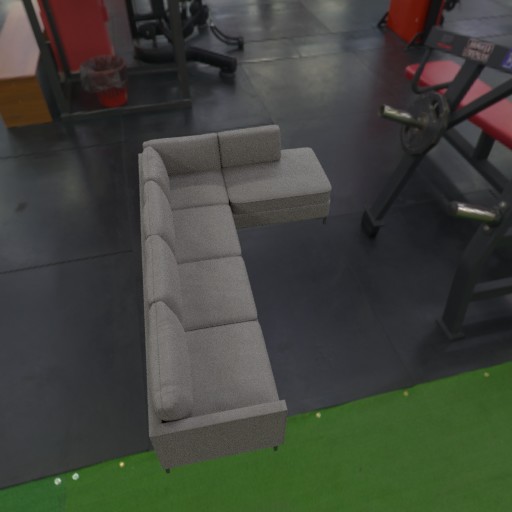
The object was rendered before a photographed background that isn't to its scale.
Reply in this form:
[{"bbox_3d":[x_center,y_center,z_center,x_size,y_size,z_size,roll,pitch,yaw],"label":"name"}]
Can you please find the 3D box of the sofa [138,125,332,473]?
[{"bbox_3d":[0.000,0.000,4.271,2.077,0.964,3.331,-8,47,-8],"label":"sofa"}]
